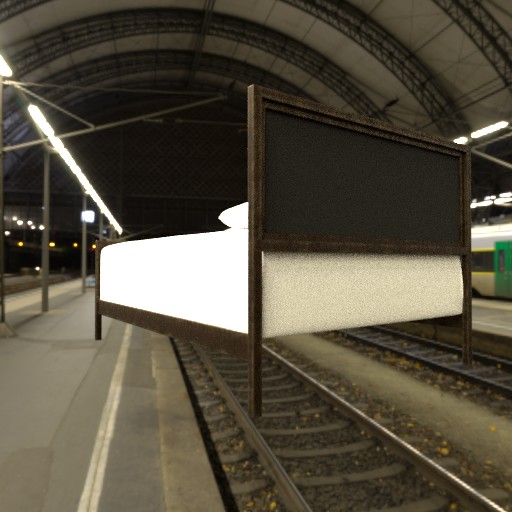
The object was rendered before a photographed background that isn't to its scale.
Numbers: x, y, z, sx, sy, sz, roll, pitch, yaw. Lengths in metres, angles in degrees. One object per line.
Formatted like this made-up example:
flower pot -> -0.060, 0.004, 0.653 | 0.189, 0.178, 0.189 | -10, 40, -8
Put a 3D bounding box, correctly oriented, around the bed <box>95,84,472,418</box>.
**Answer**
bed -> 0.000, 0.000, 3.107 | 1.607, 1.313, 2.221 | 1, -1, -35
